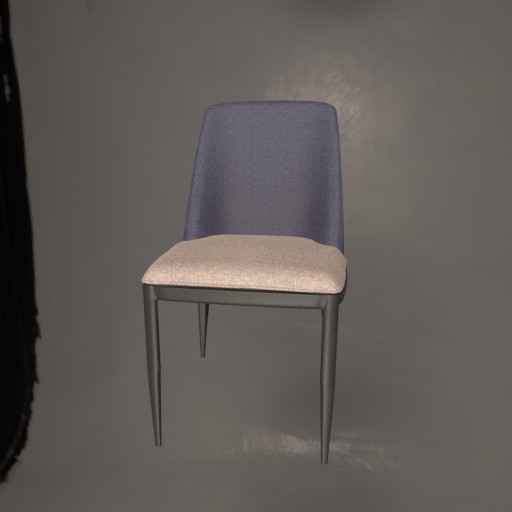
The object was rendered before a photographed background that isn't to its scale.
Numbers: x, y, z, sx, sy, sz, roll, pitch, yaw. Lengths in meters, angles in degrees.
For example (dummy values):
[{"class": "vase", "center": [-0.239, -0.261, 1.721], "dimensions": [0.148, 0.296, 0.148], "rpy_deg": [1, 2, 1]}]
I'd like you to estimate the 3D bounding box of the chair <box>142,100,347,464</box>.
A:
[{"class": "chair", "center": [0.000, 0.000, 1.201], "dimensions": [0.480, 0.839, 0.551], "rpy_deg": [2, 15, 9]}]
